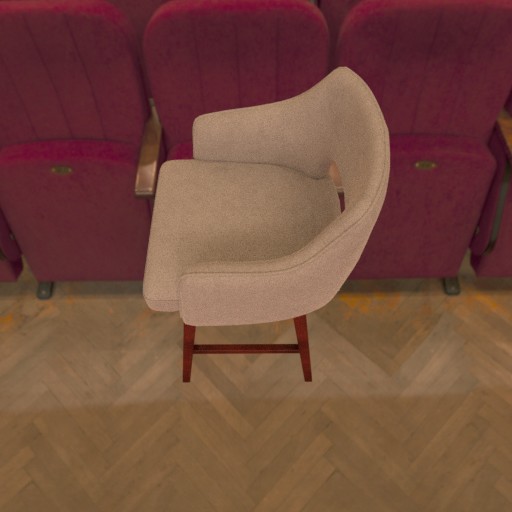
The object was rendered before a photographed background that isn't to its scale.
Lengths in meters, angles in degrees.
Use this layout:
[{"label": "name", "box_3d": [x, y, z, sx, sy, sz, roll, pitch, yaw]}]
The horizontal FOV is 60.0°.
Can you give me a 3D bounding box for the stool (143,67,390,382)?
[{"label": "stool", "box_3d": [0.000, 0.000, 1.330, 0.558, 1.012, 0.548, 0, 58, 0]}]
